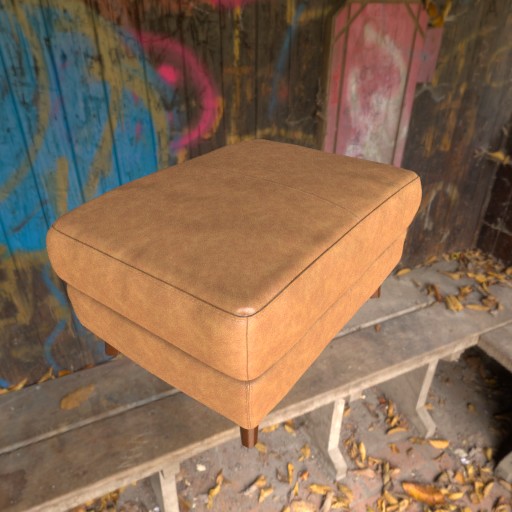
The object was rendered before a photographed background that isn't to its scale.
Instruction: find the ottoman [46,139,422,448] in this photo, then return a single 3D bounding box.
[{"bbox_3d":[0.000,0.000,1.224,0.630,0.461,0.869,21,37,31],"label":"ottoman"}]
